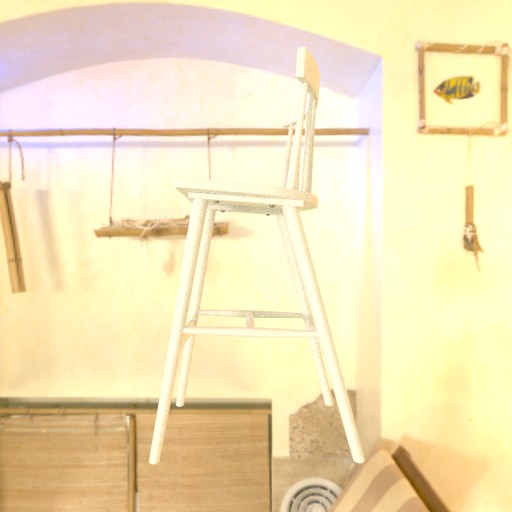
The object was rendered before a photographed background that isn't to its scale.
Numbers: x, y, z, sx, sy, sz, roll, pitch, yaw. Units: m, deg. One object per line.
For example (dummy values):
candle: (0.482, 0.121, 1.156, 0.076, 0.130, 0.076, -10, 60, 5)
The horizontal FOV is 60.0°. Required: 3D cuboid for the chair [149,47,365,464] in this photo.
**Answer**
chair: (0.000, 0.000, 1.389, 0.572, 1.092, 0.483, 0, 0, -1)
